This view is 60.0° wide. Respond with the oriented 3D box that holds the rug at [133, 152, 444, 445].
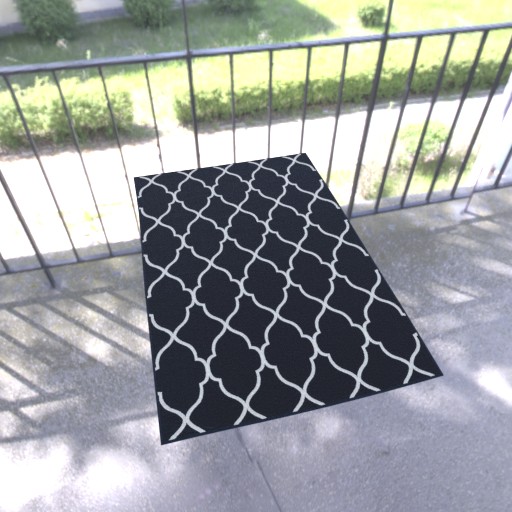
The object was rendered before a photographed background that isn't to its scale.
[{"bbox_3d":[0.000,0.000,3.035,1.526,0.014,2.290,-10,46,-10],"label":"rug"}]
